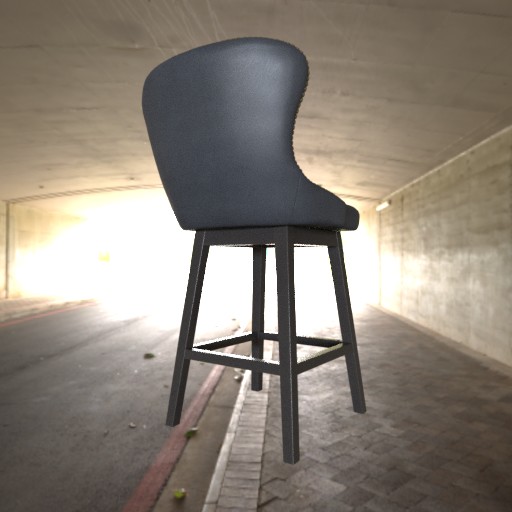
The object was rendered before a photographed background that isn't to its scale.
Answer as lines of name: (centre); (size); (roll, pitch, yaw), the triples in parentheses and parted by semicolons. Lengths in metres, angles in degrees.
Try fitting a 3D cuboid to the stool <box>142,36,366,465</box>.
stool: (0.000, 0.000, 1.273); (0.528, 0.971, 0.593); (0, -1, 36)
